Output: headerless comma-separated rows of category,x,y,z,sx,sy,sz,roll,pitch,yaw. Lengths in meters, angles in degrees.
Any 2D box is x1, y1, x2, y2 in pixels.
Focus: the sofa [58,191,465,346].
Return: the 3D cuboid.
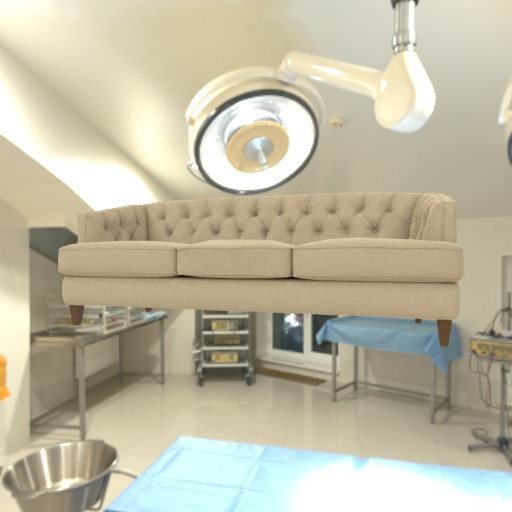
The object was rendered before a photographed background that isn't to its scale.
sofa,0.000,0.000,2.771,2.278,0.855,0.941,0,0,17
